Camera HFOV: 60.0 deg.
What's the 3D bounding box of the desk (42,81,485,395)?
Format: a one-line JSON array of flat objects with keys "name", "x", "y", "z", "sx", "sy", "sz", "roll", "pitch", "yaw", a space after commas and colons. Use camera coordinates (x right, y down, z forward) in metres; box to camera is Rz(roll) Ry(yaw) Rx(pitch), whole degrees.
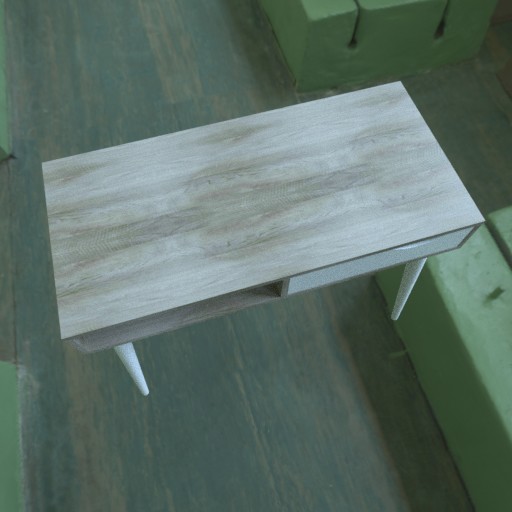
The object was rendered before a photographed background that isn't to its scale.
[{"name": "desk", "x": 0.000, "y": 0.000, "z": 1.398, "sx": 0.979, "sy": 0.723, "sz": 0.491, "roll": -15, "pitch": 65, "yaw": -7}]
